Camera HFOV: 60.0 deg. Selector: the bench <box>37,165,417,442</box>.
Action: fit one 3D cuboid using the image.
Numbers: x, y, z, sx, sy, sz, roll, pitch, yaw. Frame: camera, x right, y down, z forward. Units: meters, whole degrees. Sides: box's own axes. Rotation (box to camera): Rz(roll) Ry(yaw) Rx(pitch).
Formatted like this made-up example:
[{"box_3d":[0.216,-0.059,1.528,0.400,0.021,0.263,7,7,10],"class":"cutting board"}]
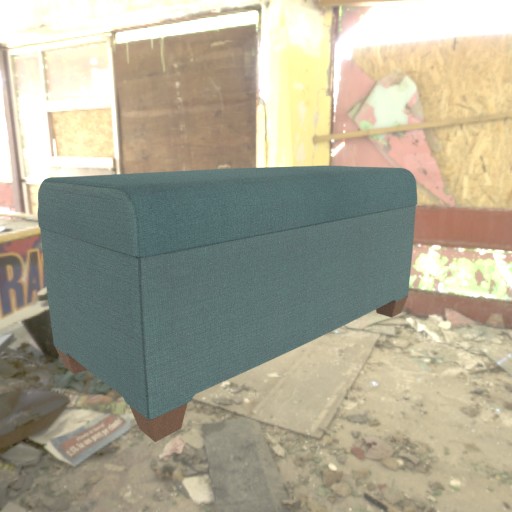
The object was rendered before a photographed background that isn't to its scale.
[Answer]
[{"box_3d":[0.000,0.000,1.223,0.995,0.474,0.476,-13,19,-43],"class":"bench"}]
